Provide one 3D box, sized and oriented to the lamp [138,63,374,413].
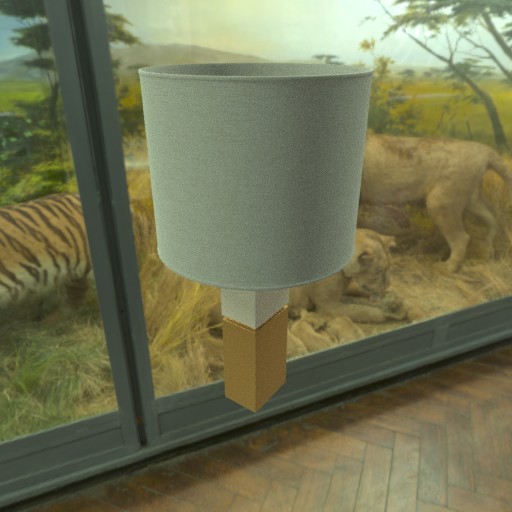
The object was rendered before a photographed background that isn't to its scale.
[{"bbox_3d":[0.000,0.000,0.534,0.229,0.417,0.229,18,31,32],"label":"lamp"}]
